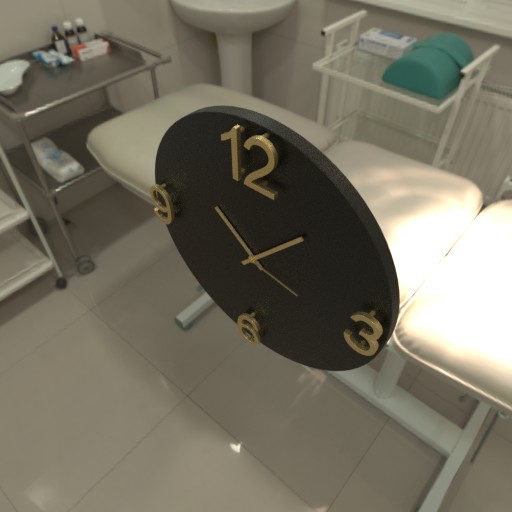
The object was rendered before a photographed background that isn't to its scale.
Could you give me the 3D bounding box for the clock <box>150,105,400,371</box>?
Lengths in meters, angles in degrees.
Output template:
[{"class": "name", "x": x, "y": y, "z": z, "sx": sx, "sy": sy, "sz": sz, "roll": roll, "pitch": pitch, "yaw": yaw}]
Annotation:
[{"class": "clock", "x": 0.000, "y": 0.000, "z": 0.680, "sx": 0.454, "sy": 0.454, "sz": 0.038, "roll": 32, "pitch": 54, "yaw": 27}]
